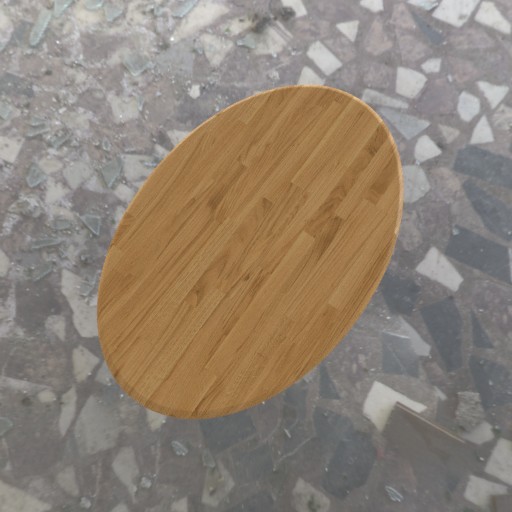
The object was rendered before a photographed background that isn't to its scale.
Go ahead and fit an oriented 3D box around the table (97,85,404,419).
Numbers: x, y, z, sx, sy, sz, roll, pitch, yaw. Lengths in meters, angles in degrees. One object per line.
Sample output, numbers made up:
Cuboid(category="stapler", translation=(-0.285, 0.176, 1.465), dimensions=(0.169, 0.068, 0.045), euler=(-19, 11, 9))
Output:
Cuboid(category="table", translation=(0.000, 0.000, 1.418), dimensions=(0.690, 0.490, 1.040), euler=(35, 78, 8))
